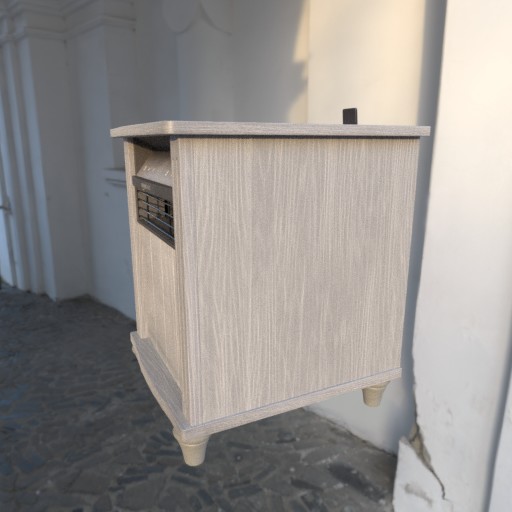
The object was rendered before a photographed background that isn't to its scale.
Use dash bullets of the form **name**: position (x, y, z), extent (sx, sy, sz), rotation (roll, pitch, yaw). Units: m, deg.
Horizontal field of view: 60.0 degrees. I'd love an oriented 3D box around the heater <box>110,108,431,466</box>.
- **heater**: position (0.000, 0.000, 0.741), extent (0.400, 0.481, 0.362), rotation (-7, 16, -25)
